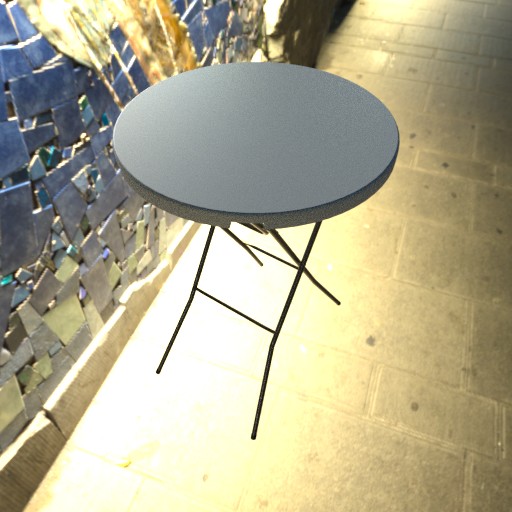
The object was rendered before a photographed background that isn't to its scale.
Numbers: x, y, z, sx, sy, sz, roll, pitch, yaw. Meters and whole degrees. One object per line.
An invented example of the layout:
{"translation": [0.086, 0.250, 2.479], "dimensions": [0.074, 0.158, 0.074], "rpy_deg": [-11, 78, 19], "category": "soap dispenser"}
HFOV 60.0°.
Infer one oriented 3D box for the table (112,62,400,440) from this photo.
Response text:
{"translation": [0.000, 0.000, 1.647], "dimensions": [0.792, 1.105, 0.795], "rpy_deg": [26, 52, 23], "category": "table"}
